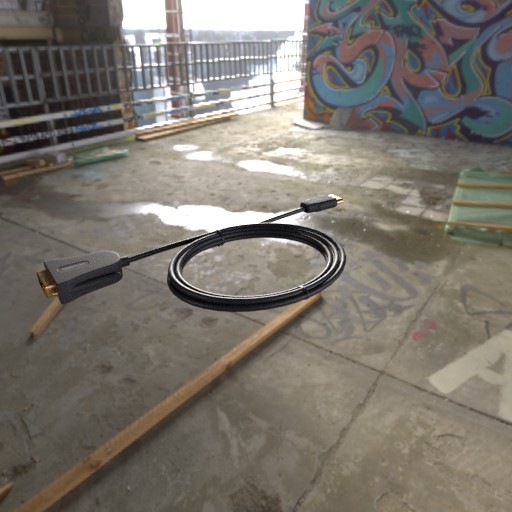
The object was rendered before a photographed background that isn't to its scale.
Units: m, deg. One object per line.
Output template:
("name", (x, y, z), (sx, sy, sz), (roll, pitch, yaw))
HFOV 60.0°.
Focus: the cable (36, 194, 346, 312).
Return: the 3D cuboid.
("cable", (0.000, 0.000, 0.332), (0.281, 0.015, 0.136), (-18, 32, -31))
